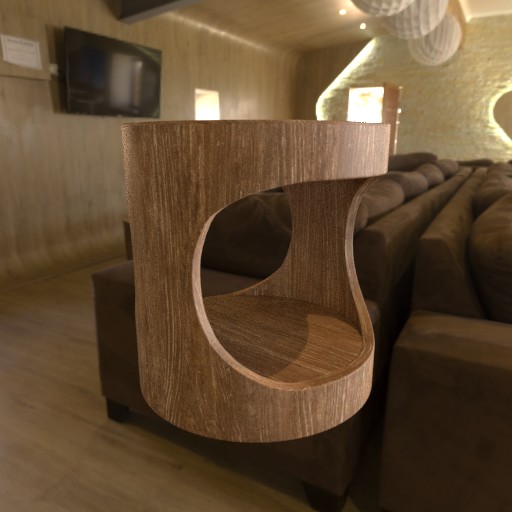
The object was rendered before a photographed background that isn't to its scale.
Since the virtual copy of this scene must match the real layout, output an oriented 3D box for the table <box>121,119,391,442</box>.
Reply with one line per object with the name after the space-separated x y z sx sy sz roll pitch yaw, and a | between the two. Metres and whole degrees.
0.000 0.000 0.973 0.527 0.551 0.527 0 15 0 | table
